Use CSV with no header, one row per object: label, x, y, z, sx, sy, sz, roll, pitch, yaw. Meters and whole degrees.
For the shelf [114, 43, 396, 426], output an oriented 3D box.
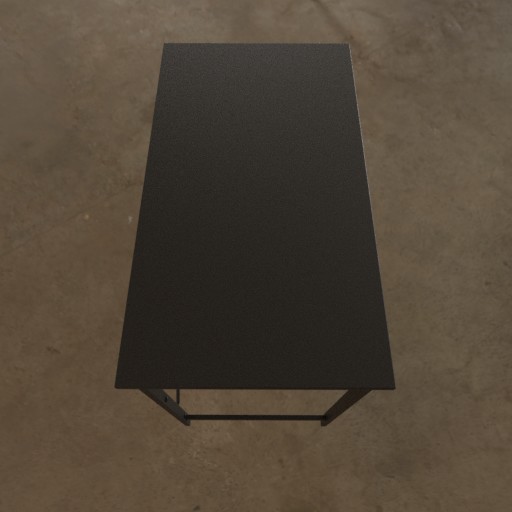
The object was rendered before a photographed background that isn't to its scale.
shelf,0.000,0.000,1.319,0.498,0.749,0.902,0,63,0
